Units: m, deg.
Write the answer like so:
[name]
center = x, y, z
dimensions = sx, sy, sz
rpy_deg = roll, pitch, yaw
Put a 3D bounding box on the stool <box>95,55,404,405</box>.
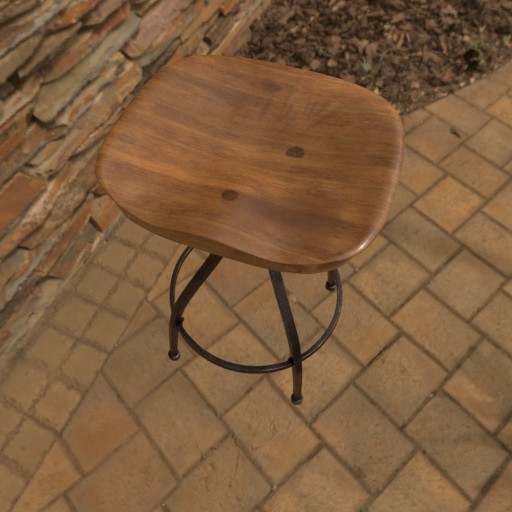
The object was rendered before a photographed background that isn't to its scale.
[stool]
center = 0.000, 0.000, 0.957
dimensions = 0.432, 0.694, 0.424
rpy_deg = 17, 60, 10
